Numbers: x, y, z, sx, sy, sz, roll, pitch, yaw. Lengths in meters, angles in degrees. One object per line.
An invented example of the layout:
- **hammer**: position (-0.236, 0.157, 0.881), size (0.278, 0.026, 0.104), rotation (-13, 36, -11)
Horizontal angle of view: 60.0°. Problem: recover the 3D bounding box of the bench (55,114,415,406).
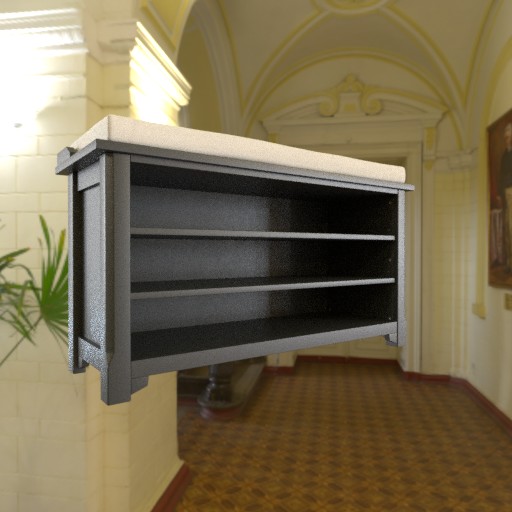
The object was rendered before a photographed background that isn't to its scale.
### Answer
- **bench**: position (0.000, 0.000, 1.240), size (0.973, 0.561, 0.345), rotation (0, 1, -36)
